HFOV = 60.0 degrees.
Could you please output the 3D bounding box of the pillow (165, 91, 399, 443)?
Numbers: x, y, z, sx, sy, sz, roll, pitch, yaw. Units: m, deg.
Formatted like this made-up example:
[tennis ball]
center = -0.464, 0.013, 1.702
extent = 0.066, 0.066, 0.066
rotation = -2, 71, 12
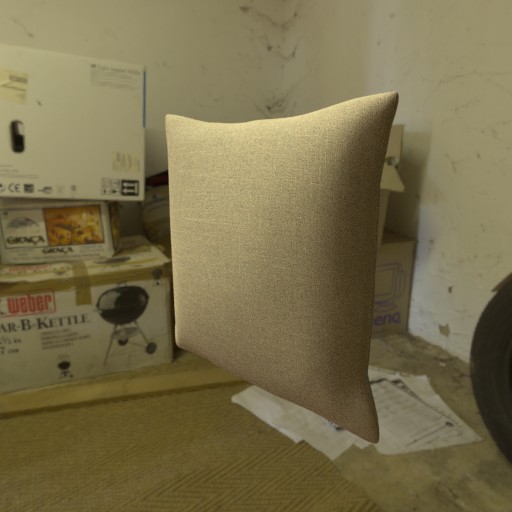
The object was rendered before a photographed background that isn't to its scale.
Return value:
[pillow]
center = 0.000, 0.000, 0.784
extent = 0.512, 0.506, 0.178
rotation = 13, 18, 43
